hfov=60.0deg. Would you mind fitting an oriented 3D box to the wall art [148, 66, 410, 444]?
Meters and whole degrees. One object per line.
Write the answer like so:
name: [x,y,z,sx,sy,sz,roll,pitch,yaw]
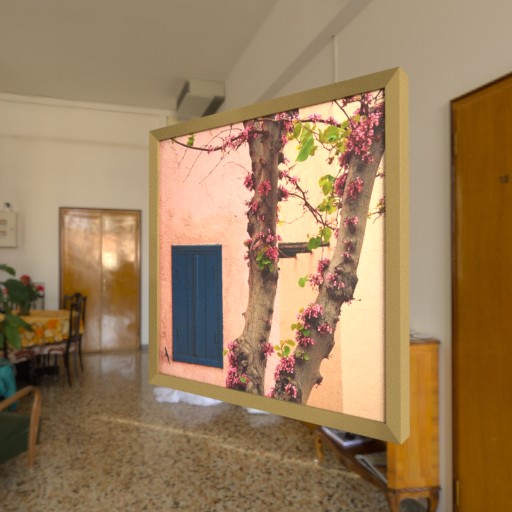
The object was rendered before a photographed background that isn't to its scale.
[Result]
wall art: [0.000,0.000,0.760,0.507,0.508,0.038,0,-1,36]
